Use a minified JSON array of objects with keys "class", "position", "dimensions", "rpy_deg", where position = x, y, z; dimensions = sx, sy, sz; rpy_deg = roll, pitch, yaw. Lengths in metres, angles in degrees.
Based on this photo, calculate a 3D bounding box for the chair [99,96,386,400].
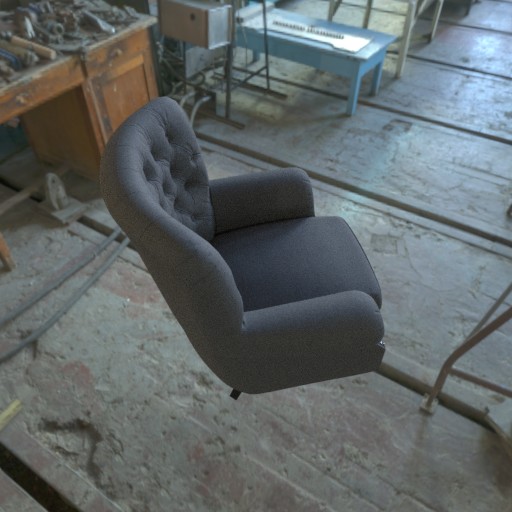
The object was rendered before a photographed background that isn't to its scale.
[{"class":"chair","position":[0.000,0.000,1.776],"dimensions":[0.983,1.046,0.983],"rpy_deg":[-10,47,-9]}]
